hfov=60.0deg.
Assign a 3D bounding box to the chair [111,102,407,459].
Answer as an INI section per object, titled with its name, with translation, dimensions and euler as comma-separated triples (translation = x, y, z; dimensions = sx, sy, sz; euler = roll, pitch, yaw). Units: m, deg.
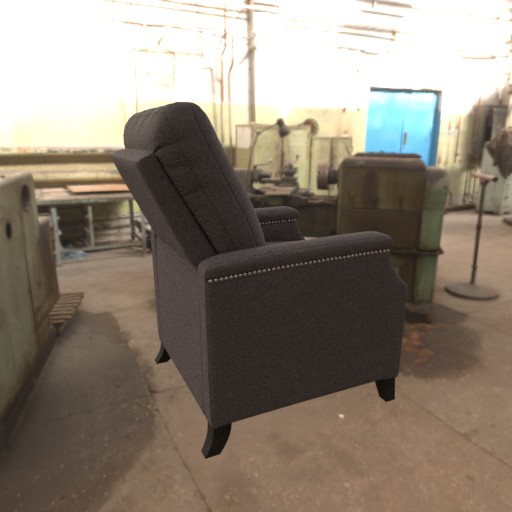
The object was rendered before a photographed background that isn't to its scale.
[chair]
translation = 0.000, 0.000, 1.659
dimensions = 0.922, 1.049, 0.710
euler = -7, 17, -24
